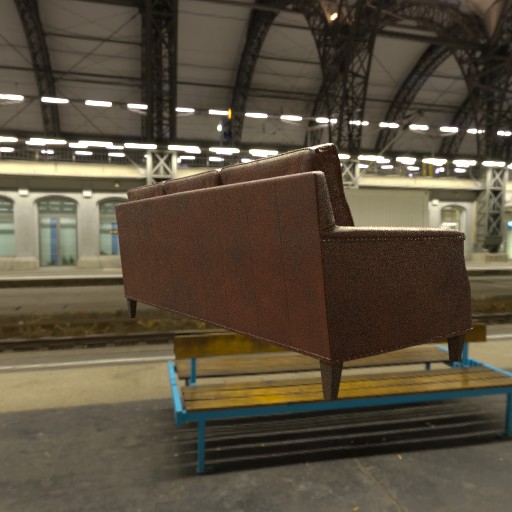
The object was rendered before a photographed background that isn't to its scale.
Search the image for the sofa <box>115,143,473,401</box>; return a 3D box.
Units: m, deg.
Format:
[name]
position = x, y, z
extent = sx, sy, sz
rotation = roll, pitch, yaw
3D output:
[sofa]
position = 0.000, 0.000, 2.778
extent = 1.084, 1.003, 2.240
rotation = -2, 3, -36
